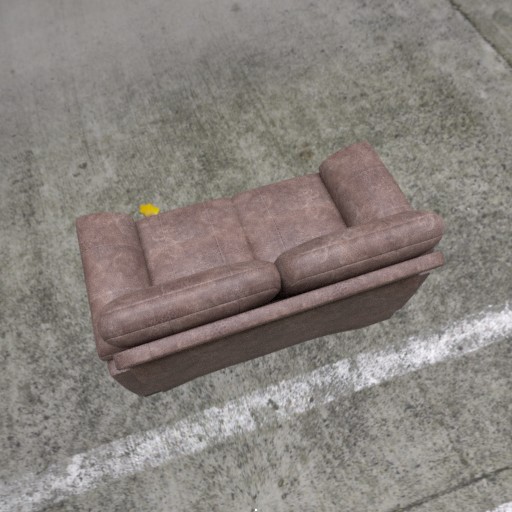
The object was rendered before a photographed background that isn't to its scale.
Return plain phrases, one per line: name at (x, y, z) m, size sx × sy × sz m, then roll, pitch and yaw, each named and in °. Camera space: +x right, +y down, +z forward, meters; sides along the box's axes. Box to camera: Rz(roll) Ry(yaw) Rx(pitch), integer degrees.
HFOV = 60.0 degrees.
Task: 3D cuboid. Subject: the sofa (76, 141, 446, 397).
sofa at (0.000, 0.000, 2.399) m, size 1.753 × 0.991 × 0.991 m, roll -17°, pitch 62°, yaw -9°
